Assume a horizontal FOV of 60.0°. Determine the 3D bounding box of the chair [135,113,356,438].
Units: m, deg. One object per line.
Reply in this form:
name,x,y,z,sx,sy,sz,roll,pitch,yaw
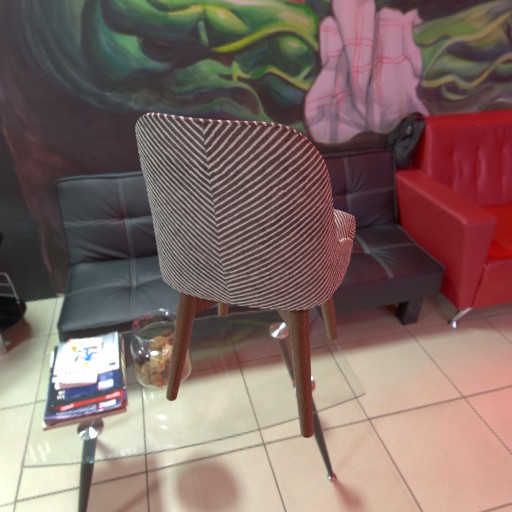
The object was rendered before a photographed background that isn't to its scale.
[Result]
chair,0.000,0.000,1.227,0.504,0.883,0.591,10,33,15
